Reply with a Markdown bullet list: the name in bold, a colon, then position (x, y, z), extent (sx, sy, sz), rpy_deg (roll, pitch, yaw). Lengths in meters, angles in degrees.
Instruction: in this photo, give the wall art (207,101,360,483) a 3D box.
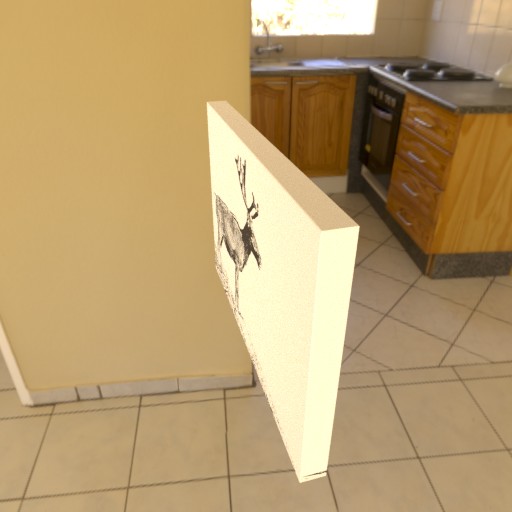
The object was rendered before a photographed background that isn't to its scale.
- **wall art**: position (0.000, 0.000, 0.795), extent (0.042, 0.414, 0.608), rpy_deg (-8, 32, -14)
